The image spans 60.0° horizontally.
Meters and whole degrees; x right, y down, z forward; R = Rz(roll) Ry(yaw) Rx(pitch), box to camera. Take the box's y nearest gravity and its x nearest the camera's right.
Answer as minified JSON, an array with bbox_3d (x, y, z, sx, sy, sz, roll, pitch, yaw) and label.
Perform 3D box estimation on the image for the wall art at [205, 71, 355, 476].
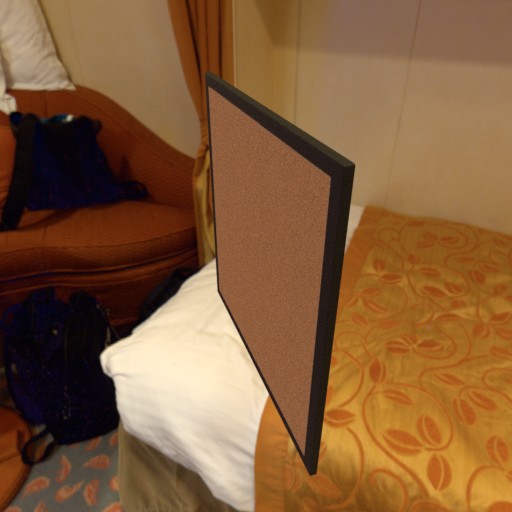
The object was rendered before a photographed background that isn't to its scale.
[{"bbox_3d":[0.000,0.000,0.982,0.016,0.659,0.663,-11,34,-17],"label":"wall art"}]
